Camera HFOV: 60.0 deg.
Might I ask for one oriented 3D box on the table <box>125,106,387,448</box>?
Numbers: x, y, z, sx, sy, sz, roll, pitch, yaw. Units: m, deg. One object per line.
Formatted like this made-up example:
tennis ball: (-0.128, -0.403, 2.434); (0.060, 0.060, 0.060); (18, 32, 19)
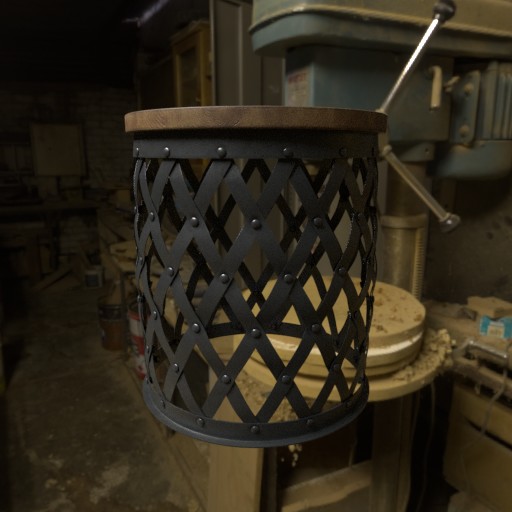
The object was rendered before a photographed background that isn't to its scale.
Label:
table: (0.000, 0.000, 0.762); (0.405, 0.454, 0.405); (0, 13, 0)
